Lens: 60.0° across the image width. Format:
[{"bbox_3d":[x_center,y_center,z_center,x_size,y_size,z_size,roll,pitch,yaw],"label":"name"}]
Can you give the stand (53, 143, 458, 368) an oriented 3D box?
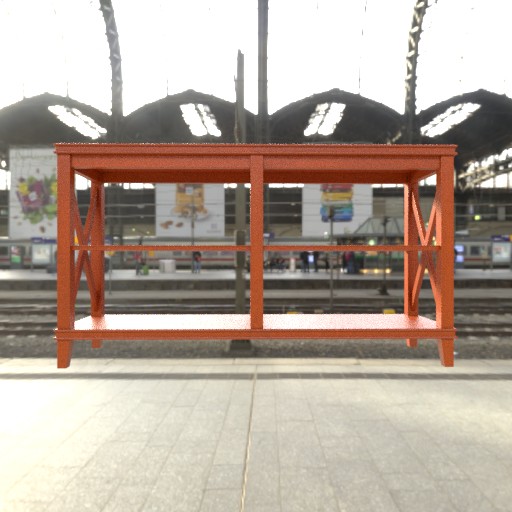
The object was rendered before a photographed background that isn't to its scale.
[{"bbox_3d":[0.000,0.000,1.693,1.372,0.762,0.381,0,0,-1],"label":"stand"}]
